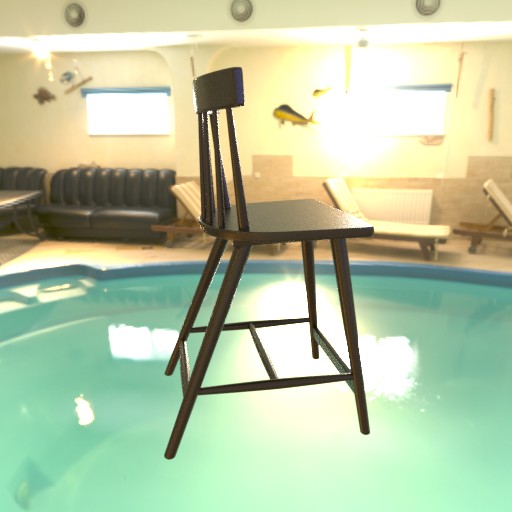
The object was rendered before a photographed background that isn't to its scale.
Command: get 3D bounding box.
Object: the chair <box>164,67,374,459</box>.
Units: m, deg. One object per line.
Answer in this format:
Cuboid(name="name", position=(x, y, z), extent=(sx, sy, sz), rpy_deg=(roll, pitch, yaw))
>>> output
Cuboid(name="chair", position=(0.000, 0.000, 1.282), extent=(0.572, 0.952, 0.483), rpy_deg=(-3, 16, -11))
